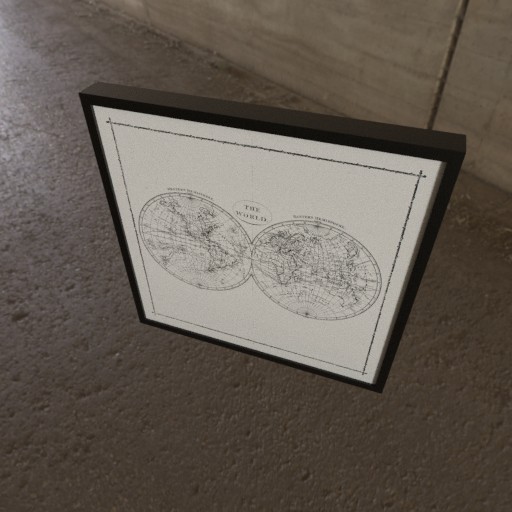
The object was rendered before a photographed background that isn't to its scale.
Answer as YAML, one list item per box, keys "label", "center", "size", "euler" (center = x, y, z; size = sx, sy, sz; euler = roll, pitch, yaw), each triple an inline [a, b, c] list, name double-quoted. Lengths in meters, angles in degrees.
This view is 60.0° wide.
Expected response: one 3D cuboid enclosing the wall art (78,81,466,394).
- label: "wall art"
  center: [0.000, 0.000, 0.471]
  size: [0.327, 0.318, 0.029]
  euler: [13, 43, 14]
